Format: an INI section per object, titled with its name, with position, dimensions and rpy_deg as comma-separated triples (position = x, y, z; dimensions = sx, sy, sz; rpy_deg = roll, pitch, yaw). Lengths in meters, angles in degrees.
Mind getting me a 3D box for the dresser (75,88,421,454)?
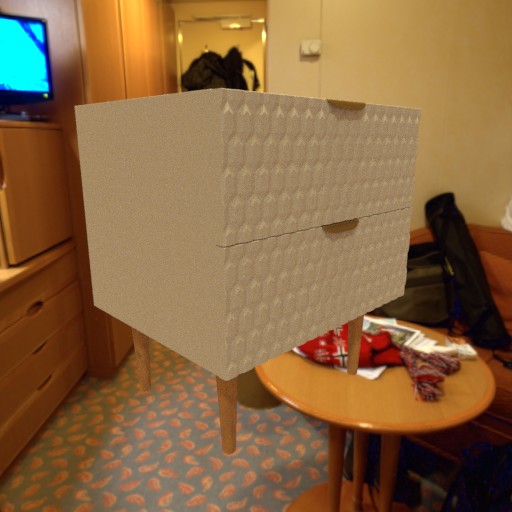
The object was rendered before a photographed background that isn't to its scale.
[dresser]
position = 0.000, 0.000, 0.890
dimensions = 0.503, 0.568, 0.414
rpy_deg = -14, 20, -43
